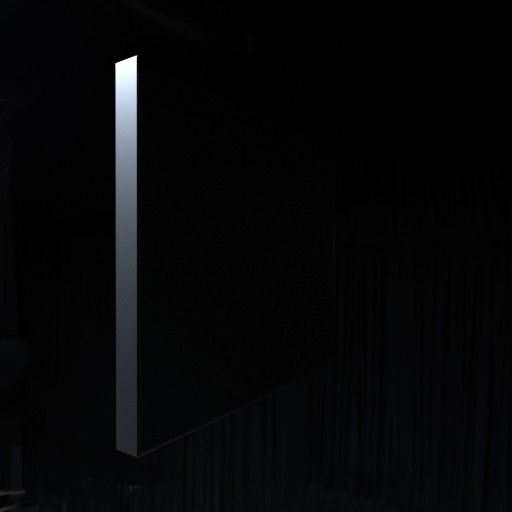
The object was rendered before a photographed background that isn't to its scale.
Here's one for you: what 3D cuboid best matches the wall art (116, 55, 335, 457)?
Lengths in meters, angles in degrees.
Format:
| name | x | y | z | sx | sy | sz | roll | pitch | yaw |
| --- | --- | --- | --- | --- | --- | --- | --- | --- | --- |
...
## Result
| name | x | y | z | sx | sy | sz | roll | pitch | yaw |
| --- | --- | --- | --- | --- | --- | --- | --- | --- | --- |
| wall art | 0.000 | 0.000 | 0.527 | 0.028 | 0.330 | 0.380 | 0 | 0 | 35 |
